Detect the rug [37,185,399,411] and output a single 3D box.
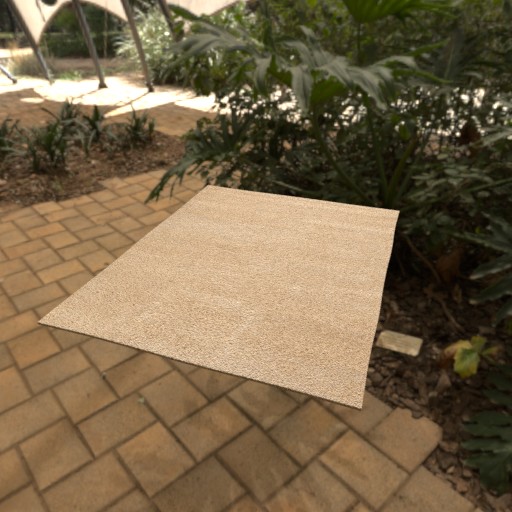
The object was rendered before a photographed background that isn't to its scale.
[{"bbox_3d":[0.000,0.000,4.189,2.400,0.025,3.000,10,32,17],"label":"rug"}]
